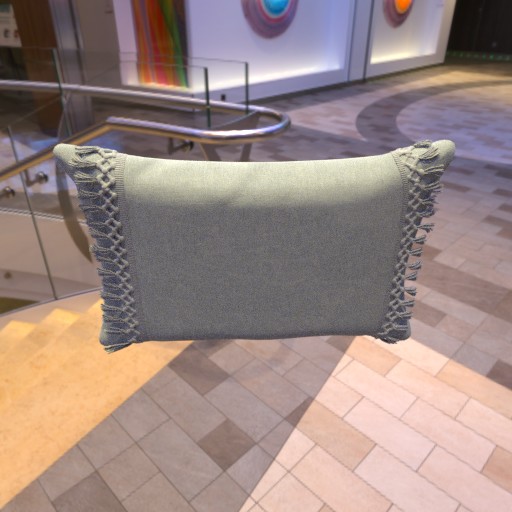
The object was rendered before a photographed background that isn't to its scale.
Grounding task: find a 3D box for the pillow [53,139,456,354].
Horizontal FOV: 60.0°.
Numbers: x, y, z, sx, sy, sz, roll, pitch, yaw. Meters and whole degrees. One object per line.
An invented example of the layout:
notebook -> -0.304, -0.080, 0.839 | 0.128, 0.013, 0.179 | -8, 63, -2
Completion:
pillow -> 0.000, 0.000, 0.584 | 0.466, 0.305, 0.084 | -1, 30, -1
